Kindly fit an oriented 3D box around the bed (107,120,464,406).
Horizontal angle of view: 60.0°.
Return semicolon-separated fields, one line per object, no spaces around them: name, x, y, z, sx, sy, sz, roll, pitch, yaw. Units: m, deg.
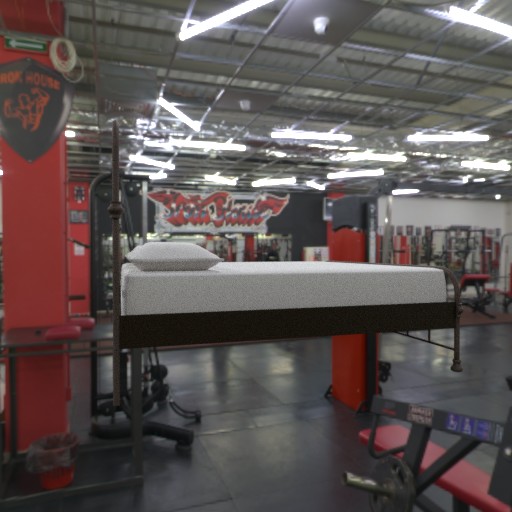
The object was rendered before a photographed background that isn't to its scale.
bed;0.000;0.000;3.437;2.134;1.446;2.044;0;1;-17
